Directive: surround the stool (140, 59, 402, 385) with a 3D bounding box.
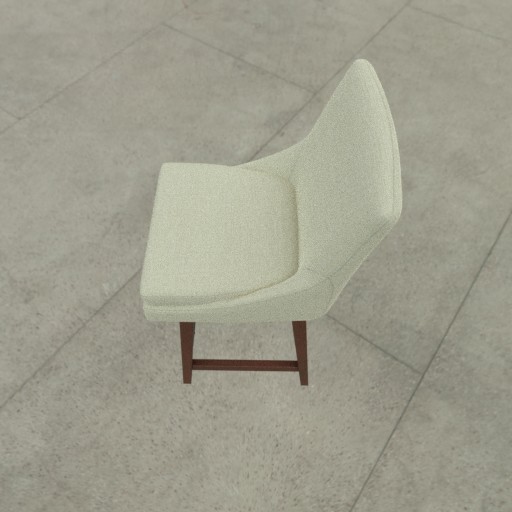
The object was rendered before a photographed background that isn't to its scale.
[{"bbox_3d":[0.000,0.000,1.288,0.559,0.991,0.469,1,58,0],"label":"stool"}]
